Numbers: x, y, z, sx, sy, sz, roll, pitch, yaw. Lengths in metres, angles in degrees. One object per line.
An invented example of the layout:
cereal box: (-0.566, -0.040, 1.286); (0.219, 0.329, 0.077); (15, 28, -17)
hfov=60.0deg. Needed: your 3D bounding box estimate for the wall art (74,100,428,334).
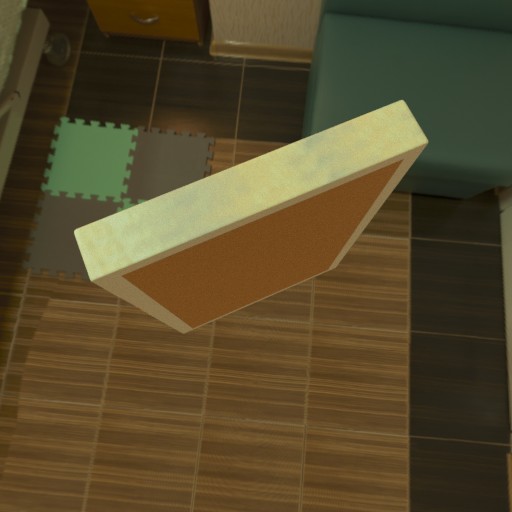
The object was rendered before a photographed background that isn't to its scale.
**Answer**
wall art: (0.000, 0.000, 0.488); (0.251, 0.380, 0.039); (-23, 76, -6)
